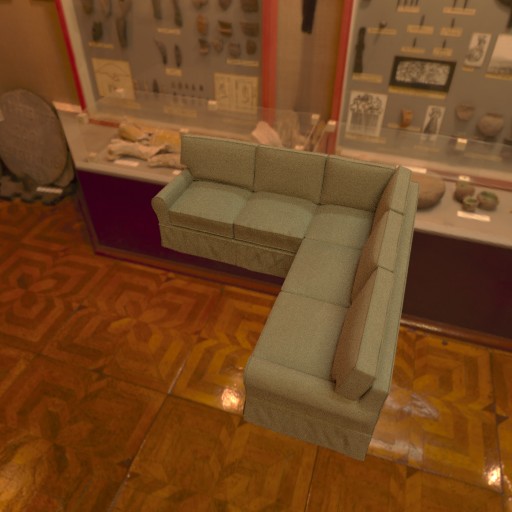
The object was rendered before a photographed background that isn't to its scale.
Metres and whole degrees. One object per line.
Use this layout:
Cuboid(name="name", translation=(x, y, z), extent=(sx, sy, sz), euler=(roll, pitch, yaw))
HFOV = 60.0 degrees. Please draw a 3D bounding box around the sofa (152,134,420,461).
Cuboid(name="sofa", translation=(0.000, 0.000, 4.095), extent=(2.618, 1.081, 2.623), euler=(13, 43, 15))
